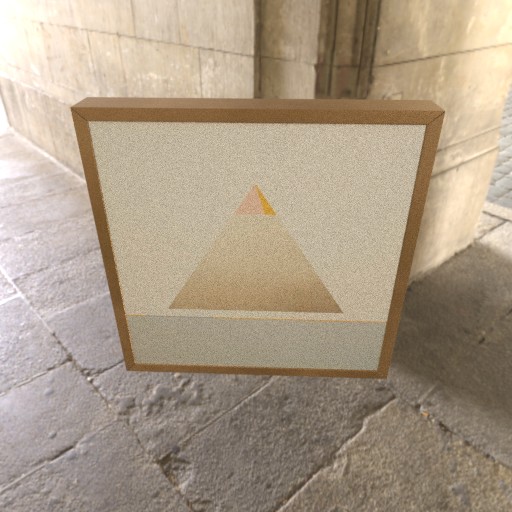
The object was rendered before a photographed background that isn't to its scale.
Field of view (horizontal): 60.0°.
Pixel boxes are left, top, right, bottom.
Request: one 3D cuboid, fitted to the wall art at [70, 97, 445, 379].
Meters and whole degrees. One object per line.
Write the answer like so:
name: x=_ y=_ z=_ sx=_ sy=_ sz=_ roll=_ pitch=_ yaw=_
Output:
wall art: x=0.000 y=0.000 z=0.455 sx=0.305 sy=0.303 sz=0.038 roll=1 pitch=32 yaw=2
